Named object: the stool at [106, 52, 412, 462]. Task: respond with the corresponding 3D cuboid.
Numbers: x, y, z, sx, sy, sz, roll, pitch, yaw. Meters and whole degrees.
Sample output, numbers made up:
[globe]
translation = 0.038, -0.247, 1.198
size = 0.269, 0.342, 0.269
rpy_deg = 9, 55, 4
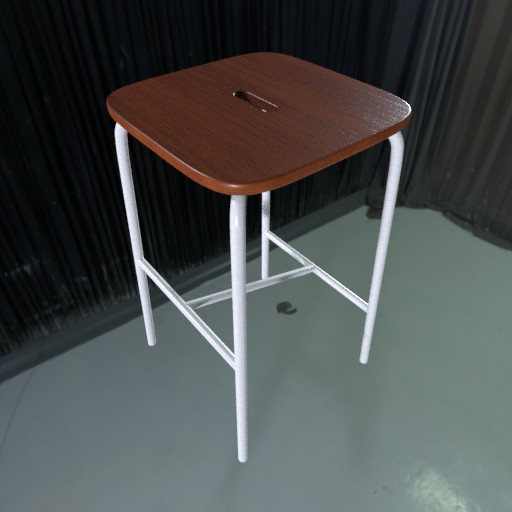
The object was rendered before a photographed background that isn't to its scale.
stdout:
[stool]
translation = 0.000, 0.000, 0.852
size = 0.376, 0.610, 0.376
rpy_deg = -29, 49, -28
